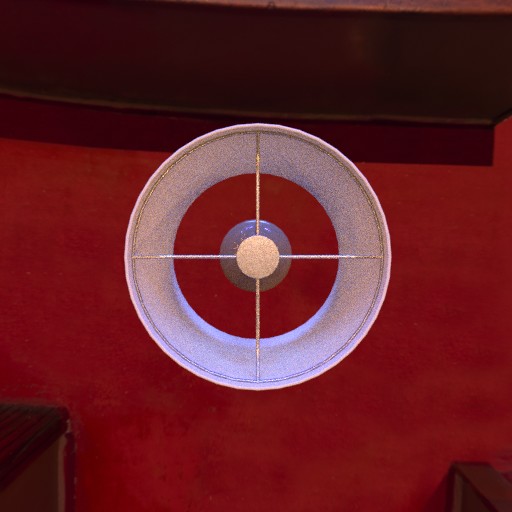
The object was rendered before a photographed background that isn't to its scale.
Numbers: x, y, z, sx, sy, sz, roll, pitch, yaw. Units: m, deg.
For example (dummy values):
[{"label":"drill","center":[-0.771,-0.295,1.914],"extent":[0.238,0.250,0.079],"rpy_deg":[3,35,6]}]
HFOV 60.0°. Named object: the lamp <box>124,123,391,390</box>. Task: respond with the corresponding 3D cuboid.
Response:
[{"label":"lamp","center":[0.000,0.000,0.572],"extent":[0.207,0.461,0.207],"rpy_deg":[0,90,0]}]
